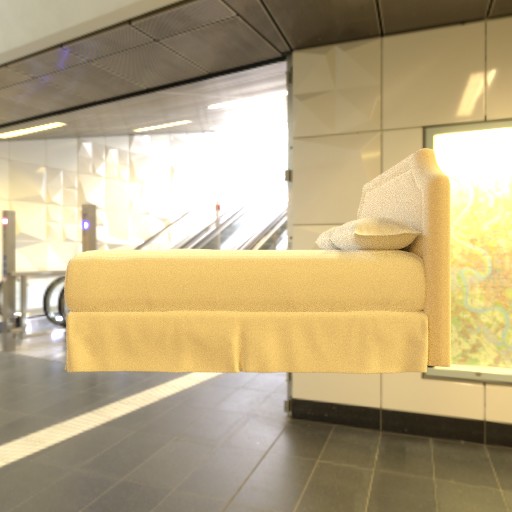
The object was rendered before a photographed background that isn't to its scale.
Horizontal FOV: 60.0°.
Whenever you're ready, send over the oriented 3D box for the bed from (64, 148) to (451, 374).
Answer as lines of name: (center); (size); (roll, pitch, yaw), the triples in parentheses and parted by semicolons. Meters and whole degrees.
bed: (0.000, 0.000, 3.887); (2.548, 1.524, 2.134); (0, 0, 0)
